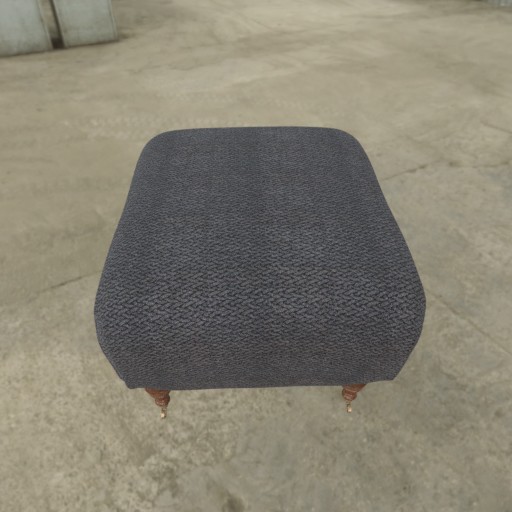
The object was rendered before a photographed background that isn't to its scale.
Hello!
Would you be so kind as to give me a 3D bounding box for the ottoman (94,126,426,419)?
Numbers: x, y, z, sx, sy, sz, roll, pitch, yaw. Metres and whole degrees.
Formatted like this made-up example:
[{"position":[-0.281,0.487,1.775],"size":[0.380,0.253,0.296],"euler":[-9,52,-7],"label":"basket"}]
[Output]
[{"position":[0.000,0.000,1.125],"size":[0.622,0.450,0.747],"euler":[-1,41,-1],"label":"ottoman"}]
